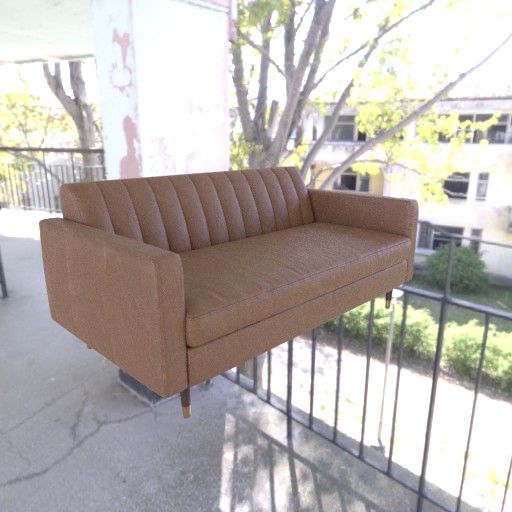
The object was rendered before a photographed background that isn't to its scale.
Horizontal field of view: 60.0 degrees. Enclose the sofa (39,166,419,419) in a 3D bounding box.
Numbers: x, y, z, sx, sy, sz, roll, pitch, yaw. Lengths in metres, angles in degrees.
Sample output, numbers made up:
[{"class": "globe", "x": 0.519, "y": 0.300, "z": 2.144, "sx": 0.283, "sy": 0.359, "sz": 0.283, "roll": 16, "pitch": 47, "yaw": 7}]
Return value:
[{"class": "sofa", "x": 0.000, "y": 0.000, "z": 2.353, "sx": 0.993, "sy": 0.821, "sz": 1.847, "roll": 15, "pitch": 21, "yaw": 43}]
